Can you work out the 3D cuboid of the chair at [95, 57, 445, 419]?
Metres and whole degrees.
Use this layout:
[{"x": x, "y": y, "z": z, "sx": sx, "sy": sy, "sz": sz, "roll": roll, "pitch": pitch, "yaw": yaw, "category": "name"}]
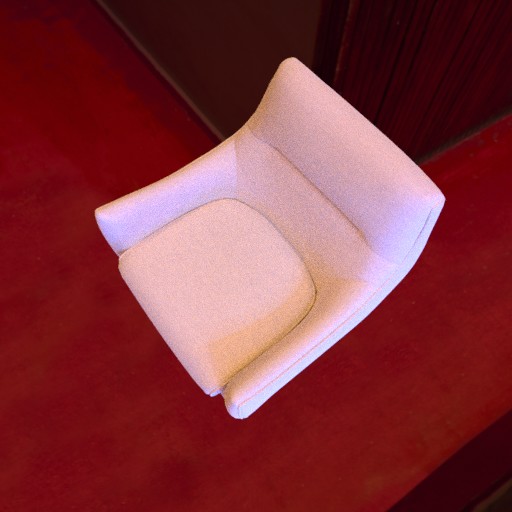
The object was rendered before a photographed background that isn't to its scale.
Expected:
[{"x": 0.000, "y": 0.000, "z": 1.470, "sx": 0.787, "sy": 0.838, "sz": 0.762, "roll": -35, "pitch": 70, "yaw": -15, "category": "chair"}]
